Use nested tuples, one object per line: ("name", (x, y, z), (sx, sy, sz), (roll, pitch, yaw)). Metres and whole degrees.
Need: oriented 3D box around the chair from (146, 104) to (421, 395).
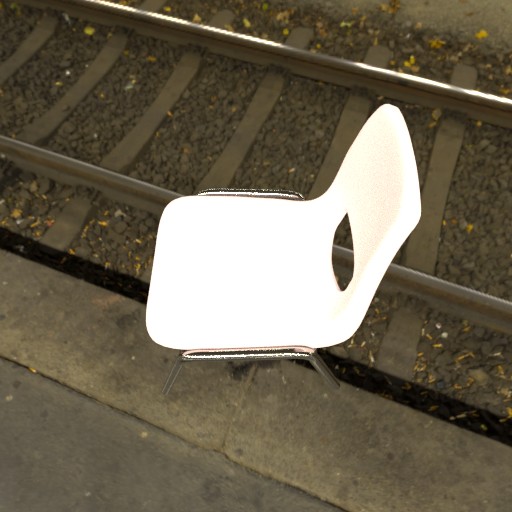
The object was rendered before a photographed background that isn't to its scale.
("chair", (0.000, 0.000, 0.772), (0.385, 0.537, 0.354), (0, 59, 0))
